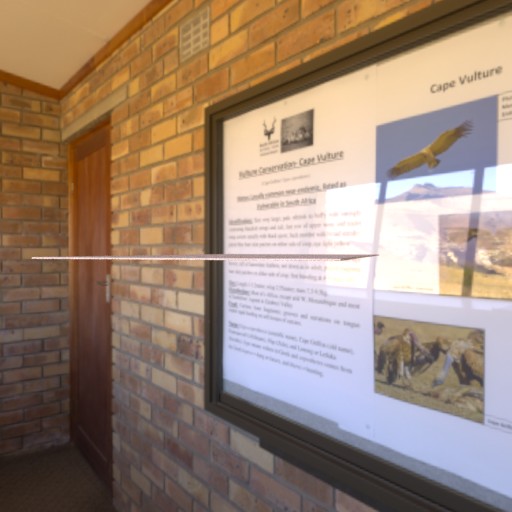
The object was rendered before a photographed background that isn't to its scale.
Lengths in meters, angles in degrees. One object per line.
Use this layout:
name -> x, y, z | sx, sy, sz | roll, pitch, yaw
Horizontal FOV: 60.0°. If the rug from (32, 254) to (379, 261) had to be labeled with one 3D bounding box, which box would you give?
rug -> 0.000, 0.000, 3.080 | 1.529, 0.009, 2.446 | 0, 1, 19
